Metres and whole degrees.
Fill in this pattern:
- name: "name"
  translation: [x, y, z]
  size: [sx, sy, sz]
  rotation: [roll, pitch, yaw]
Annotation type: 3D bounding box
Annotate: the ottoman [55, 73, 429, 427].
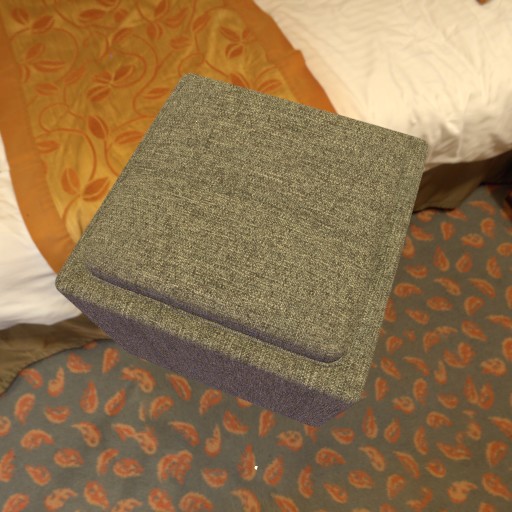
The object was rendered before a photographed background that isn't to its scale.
- name: "ottoman"
  translation: [0.000, 0.000, 0.827]
  size: [0.450, 0.460, 0.450]
  rotation: [19, 66, 9]
